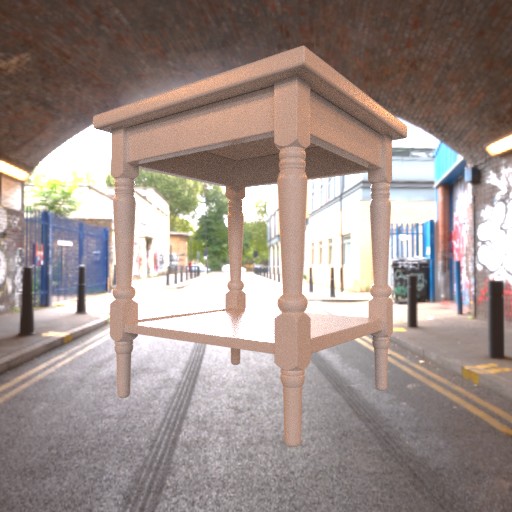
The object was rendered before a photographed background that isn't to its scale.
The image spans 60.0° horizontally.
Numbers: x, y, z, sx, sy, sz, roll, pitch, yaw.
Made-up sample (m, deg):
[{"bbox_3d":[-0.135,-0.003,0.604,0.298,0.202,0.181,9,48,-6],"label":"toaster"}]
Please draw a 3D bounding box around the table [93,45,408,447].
[{"bbox_3d":[0.000,0.000,0.917,0.488,0.565,0.442,-1,-1,36],"label":"table"}]
